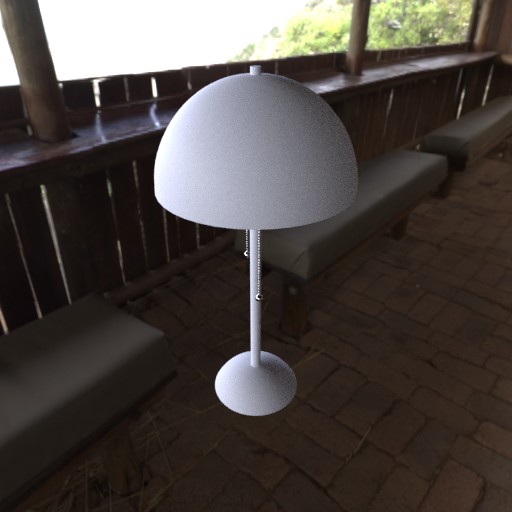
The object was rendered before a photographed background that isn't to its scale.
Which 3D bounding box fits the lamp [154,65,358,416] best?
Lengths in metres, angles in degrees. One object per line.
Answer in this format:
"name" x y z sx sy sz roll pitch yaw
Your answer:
"lamp" 0.000 0.000 0.417 0.171 0.330 0.171 0 30 0
